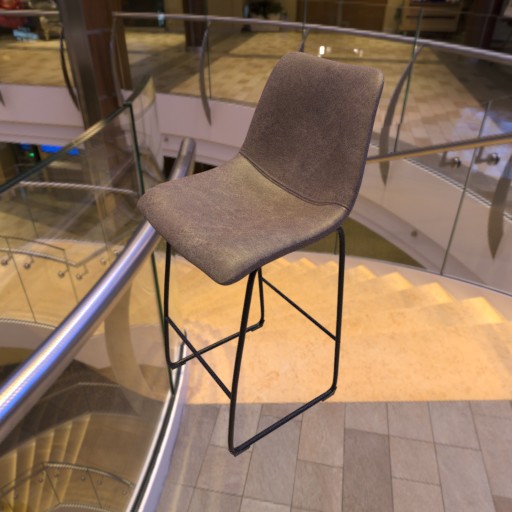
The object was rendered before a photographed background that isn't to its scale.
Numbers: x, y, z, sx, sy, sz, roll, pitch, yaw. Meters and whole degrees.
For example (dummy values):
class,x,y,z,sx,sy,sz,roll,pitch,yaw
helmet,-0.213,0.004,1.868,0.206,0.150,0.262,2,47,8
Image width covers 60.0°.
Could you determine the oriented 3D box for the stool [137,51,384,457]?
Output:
class,x,y,z,sx,sy,sz,roll,pitch,yaw
stool,0.000,0.000,1.371,0.561,1.082,0.514,-21,39,-29
